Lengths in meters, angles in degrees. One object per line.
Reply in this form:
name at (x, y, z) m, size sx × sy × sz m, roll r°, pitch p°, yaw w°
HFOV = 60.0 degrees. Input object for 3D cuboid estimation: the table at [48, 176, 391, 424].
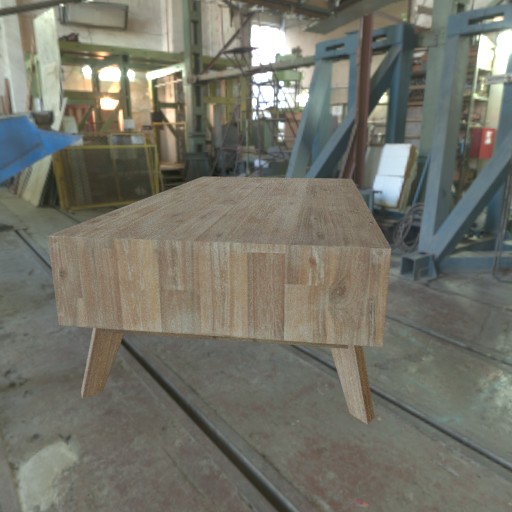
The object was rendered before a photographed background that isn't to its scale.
table at (0.000, 0.000, 1.983) m, size 0.918 × 0.531 × 1.619 m, roll 2°, pitch 16°, yaw 8°
